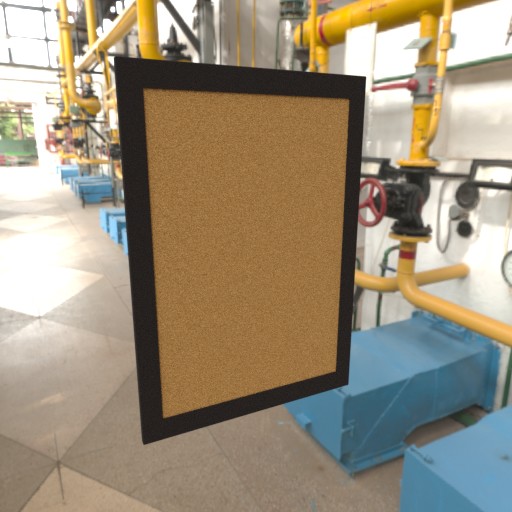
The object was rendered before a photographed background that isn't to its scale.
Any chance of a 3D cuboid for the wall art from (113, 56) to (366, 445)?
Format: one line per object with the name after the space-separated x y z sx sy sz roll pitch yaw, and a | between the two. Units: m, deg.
0.000 0.000 0.670 0.374 0.529 0.012 -7 16 -26 | wall art
